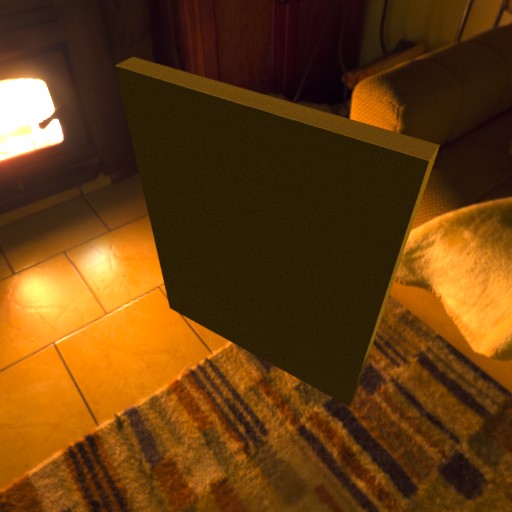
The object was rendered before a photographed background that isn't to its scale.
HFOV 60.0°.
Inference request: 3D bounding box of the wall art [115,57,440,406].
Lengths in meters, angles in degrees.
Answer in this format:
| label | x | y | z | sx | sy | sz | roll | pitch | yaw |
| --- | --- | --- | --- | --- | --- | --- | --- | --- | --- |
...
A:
| label | x | y | z | sx | sy | sz | roll | pitch | yaw |
| --- | --- | --- | --- | --- | --- | --- | --- | --- | --- |
| wall art | 0.000 | 0.000 | 0.821 | 0.489 | 0.608 | 0.040 | 24 | 50 | 22 |
